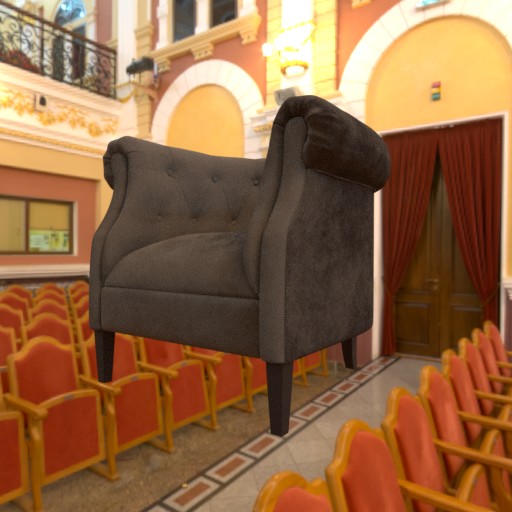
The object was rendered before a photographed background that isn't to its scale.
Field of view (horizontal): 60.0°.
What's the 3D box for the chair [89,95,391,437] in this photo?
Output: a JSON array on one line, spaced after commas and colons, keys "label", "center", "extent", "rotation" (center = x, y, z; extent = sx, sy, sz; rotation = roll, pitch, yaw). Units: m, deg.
[{"label": "chair", "center": [0.000, 0.000, 1.553], "extent": [0.904, 0.826, 0.851], "rotation": [1, 1, 36]}]
